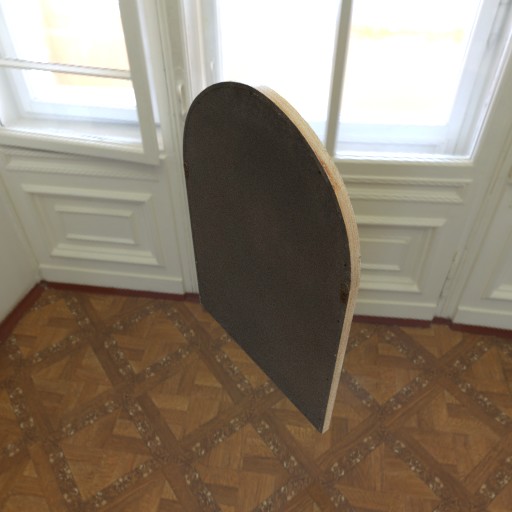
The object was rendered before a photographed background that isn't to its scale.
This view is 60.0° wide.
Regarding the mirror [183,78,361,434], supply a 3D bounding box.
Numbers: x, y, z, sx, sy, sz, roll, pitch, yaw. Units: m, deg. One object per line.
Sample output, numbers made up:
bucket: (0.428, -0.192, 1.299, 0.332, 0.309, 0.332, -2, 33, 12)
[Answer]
mirror: (0.000, 0.000, 1.201, 0.032, 0.920, 0.660, -27, 48, -28)
